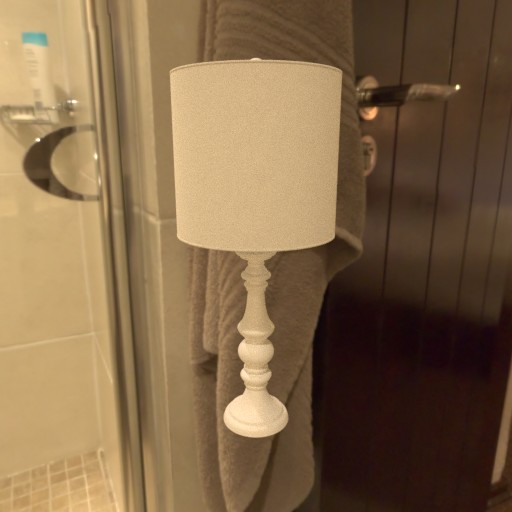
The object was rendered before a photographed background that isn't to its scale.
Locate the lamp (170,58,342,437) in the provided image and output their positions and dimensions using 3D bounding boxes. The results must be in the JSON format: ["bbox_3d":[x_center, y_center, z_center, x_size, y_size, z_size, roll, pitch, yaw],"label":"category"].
[{"bbox_3d":[0.000,0.000,0.722,0.250,0.597,0.250,7,16,26],"label":"lamp"}]
